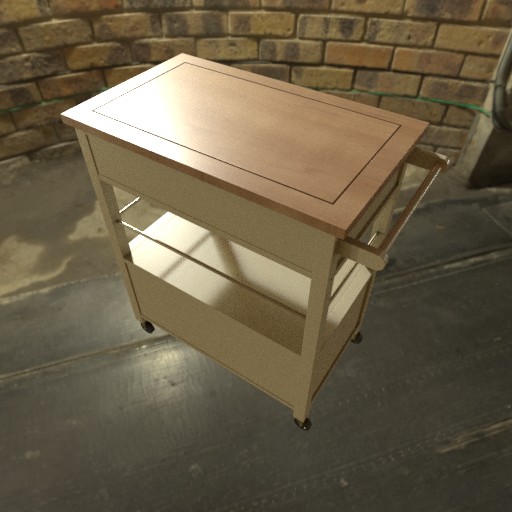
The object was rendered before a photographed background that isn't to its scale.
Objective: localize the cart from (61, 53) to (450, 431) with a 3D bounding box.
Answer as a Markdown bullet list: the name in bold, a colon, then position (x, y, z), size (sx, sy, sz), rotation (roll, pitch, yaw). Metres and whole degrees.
- **cart**: position (0.000, 0.000, 1.370), size (0.840, 0.901, 0.459), rotation (25, 51, 23)
